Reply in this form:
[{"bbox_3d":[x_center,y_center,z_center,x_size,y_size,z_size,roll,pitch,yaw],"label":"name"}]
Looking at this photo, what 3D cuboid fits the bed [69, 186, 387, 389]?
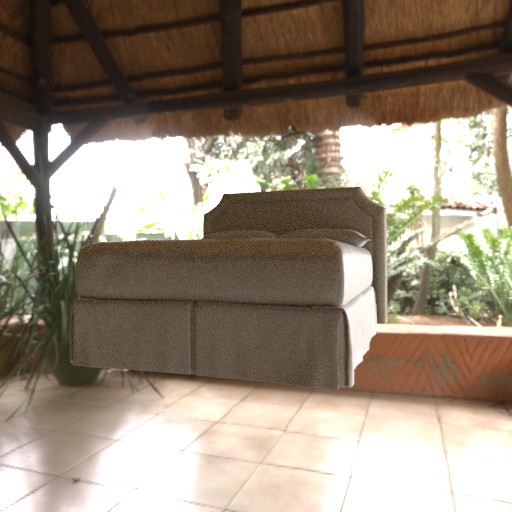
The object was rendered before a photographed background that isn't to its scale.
[{"bbox_3d":[0.000,0.000,3.345,1.828,1.297,2.164,0,0,19],"label":"bed"}]
